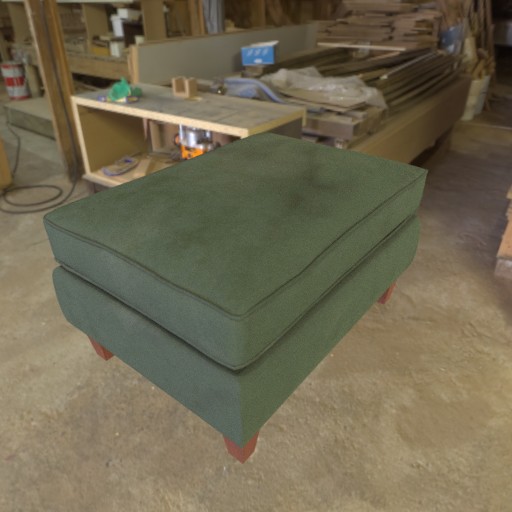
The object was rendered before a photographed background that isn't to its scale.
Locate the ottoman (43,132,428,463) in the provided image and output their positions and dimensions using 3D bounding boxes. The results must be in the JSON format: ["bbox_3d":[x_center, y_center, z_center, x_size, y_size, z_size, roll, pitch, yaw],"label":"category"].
[{"bbox_3d":[0.000,0.000,1.238,0.632,0.495,0.864,23,39,32],"label":"ottoman"}]
